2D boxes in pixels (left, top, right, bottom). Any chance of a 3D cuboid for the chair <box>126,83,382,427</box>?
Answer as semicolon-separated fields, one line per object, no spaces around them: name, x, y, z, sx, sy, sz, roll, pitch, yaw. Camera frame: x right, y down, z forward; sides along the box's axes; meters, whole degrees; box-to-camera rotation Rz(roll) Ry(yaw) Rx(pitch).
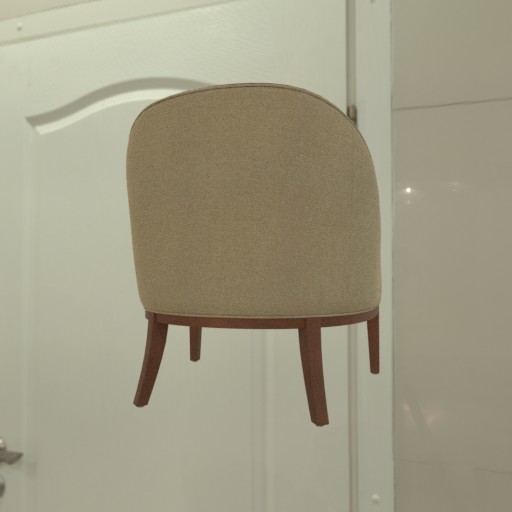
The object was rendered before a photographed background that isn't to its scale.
chair;0.000;0.000;1.483;0.803;0.876;0.735;0;-2;17
